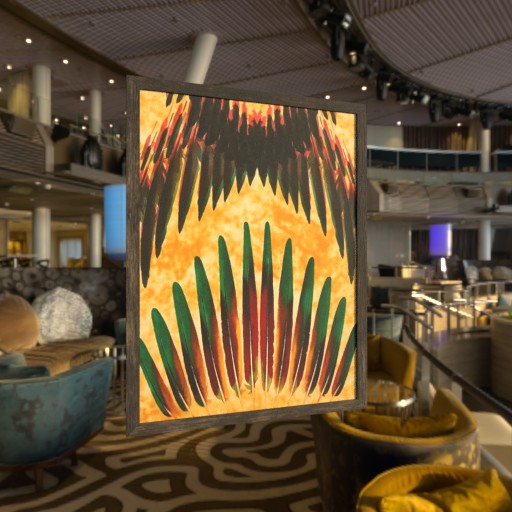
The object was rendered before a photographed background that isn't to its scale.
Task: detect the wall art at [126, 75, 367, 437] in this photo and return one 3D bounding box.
[{"bbox_3d":[0.000,0.000,1.443,0.812,1.066,0.029,0,0,-18],"label":"wall art"}]
